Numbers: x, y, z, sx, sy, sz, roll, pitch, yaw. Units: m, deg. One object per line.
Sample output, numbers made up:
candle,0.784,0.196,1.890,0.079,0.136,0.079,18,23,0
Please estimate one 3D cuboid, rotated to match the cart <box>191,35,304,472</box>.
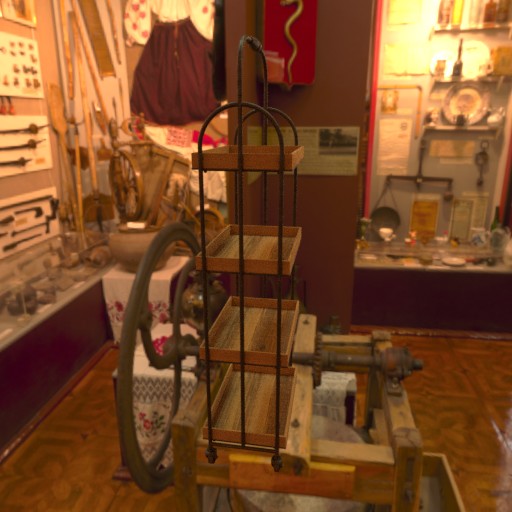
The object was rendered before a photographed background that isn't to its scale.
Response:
cart,0.000,0.000,1.671,0.308,1.481,0.581,3,17,9
